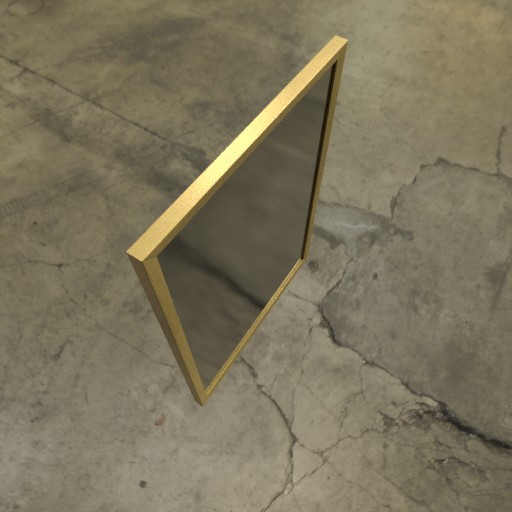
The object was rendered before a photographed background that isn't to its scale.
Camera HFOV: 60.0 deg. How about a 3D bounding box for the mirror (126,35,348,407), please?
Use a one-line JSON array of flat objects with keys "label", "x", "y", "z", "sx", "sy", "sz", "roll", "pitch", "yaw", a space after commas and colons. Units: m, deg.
[{"label": "mirror", "x": 0.000, "y": 0.000, "z": 1.354, "sx": 0.040, "sy": 1.016, "sz": 0.762, "roll": 29, "pitch": 62, "yaw": 17}]
